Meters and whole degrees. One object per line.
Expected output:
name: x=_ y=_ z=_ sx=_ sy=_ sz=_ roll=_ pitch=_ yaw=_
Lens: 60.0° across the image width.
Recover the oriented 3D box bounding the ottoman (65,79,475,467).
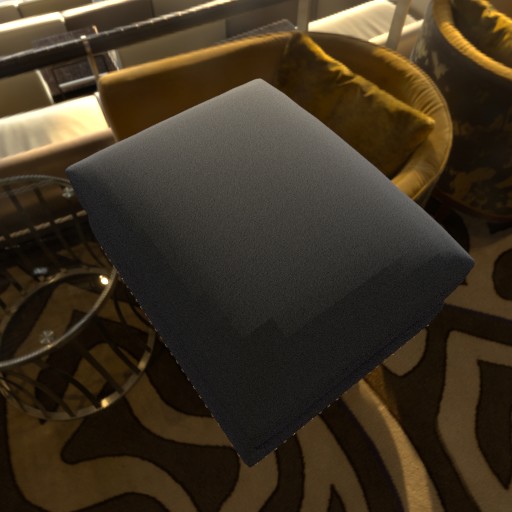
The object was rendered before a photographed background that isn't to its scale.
ottoman: x=0.000 y=0.000 z=1.099 sx=0.584 sy=0.513 sz=0.741 roll=-32 pitch=63 yaw=-18
